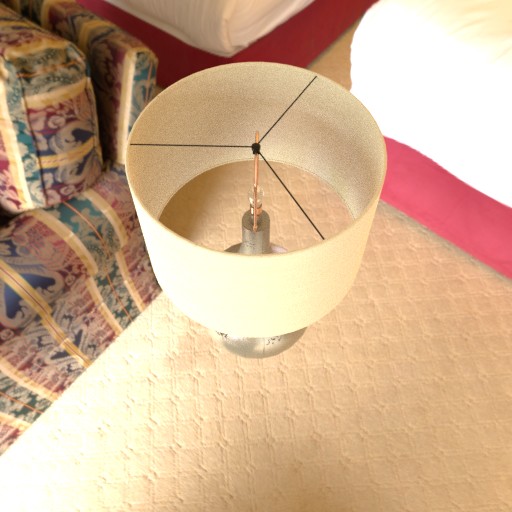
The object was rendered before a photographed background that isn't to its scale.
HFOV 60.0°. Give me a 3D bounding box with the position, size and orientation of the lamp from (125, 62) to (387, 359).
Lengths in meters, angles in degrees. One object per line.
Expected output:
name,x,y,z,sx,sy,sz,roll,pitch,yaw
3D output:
lamp,0.000,0.000,0.748,0.330,0.521,0.330,0,60,0
